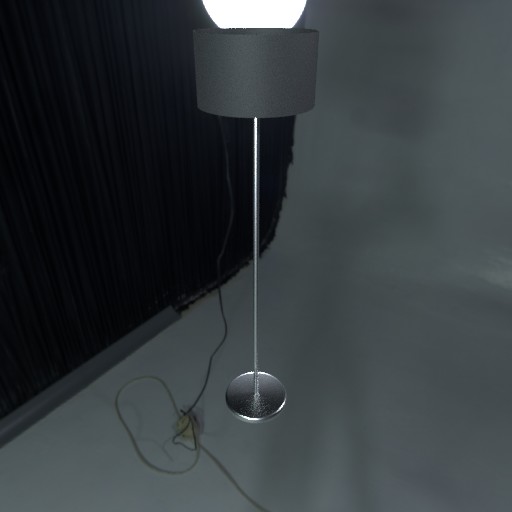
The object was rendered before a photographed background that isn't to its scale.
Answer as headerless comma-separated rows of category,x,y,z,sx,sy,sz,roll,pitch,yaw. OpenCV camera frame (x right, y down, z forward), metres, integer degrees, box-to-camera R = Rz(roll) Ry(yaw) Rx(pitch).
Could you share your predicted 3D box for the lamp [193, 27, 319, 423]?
lamp,0.000,0.000,1.589,0.348,1.443,0.348,18,35,28
